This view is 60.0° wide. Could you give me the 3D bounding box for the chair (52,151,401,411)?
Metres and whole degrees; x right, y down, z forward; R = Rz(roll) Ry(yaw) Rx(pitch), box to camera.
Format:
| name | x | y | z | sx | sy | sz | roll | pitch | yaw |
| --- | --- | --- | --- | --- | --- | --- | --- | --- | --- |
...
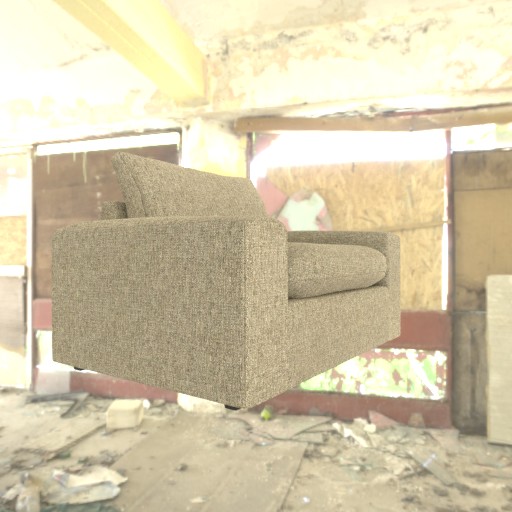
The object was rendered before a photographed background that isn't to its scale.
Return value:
| name | x | y | z | sx | sy | sz | roll | pitch | yaw |
| --- | --- | --- | --- | --- | --- | --- | --- | --- | --- |
| chair | 0.000 | 0.000 | 2.056 | 1.039 | 0.915 | 1.398 | 0 | 0 | 35 |
